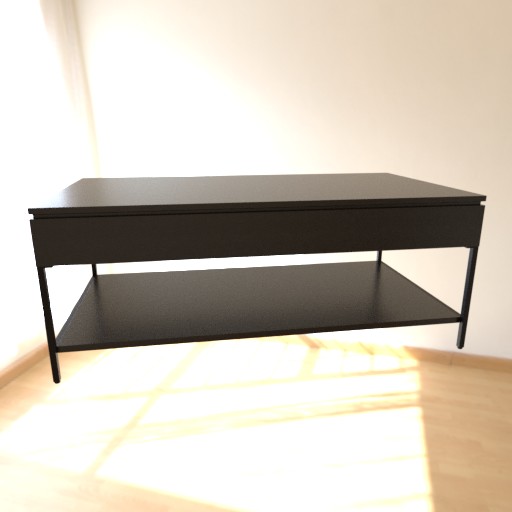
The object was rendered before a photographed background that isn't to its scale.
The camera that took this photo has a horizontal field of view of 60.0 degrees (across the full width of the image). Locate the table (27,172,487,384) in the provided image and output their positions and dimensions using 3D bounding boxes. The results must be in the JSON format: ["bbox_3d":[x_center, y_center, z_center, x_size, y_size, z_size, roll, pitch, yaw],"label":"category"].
[{"bbox_3d":[0.000,0.000,1.374,1.095,0.435,0.574,-3,17,-9],"label":"table"}]
